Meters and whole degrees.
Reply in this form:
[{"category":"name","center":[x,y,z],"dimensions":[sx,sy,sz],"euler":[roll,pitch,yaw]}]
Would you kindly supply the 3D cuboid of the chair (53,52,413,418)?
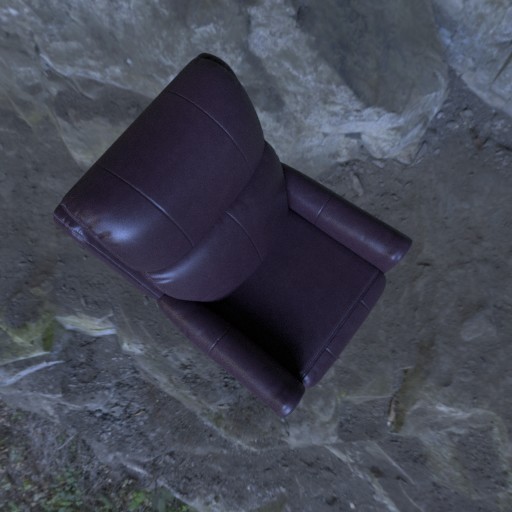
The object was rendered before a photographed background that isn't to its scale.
[{"category":"chair","center":[0.000,0.000,1.755],"dimensions":[1.014,1.054,0.838],"euler":[37,79,8]}]
